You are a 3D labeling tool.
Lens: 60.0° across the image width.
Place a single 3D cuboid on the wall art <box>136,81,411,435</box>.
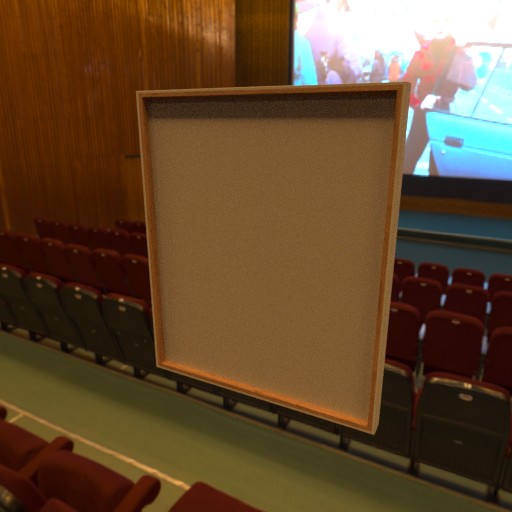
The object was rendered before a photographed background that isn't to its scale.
[{"bbox_3d":[0.000,0.000,0.851,0.508,0.606,0.037,9,19,26],"label":"wall art"}]
